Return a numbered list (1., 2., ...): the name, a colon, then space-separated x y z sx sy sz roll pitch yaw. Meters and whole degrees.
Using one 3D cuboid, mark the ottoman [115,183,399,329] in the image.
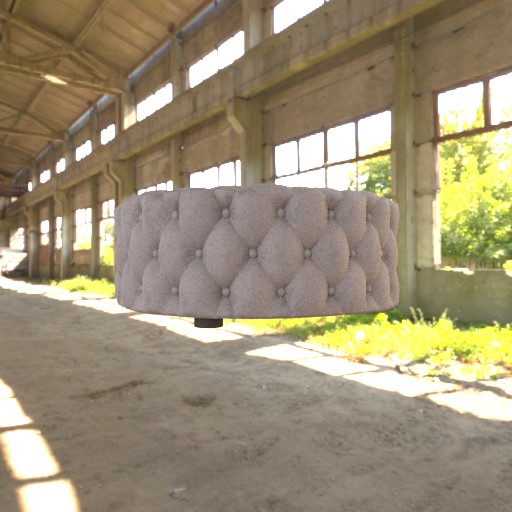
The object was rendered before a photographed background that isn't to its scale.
1. ottoman: 0.000 0.000 1.623 0.998 0.399 0.998 0 0 0
